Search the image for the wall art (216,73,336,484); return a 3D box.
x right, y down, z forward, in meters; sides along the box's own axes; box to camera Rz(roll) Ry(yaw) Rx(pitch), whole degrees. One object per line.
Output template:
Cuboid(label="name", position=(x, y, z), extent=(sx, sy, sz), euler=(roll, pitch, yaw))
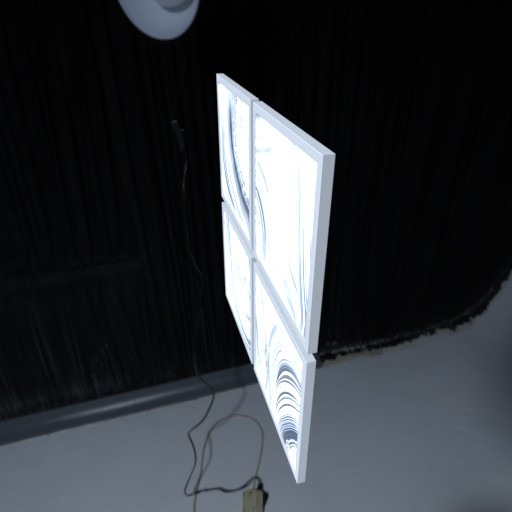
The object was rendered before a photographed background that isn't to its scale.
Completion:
Cuboid(label="wall art", position=(0.000, 0.000, 1.657), extent=(0.029, 1.118, 1.118), euler=(-8, 31, -13))
